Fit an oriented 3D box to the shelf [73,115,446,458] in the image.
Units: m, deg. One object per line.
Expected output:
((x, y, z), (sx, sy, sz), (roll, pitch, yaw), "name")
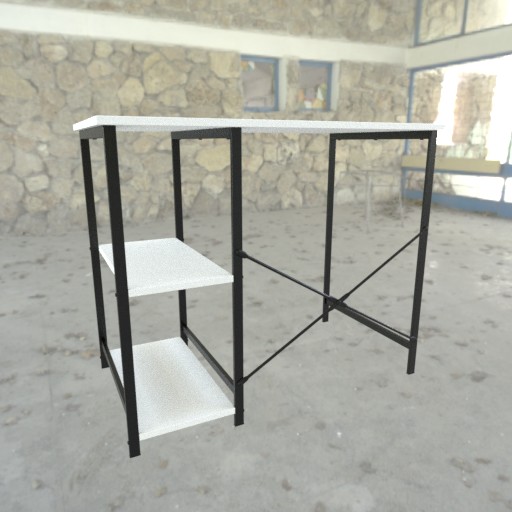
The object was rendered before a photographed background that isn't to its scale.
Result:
((0.000, 0.000, 1.317), (0.902, 0.750, 0.498), (-7, 16, -25), "shelf")
